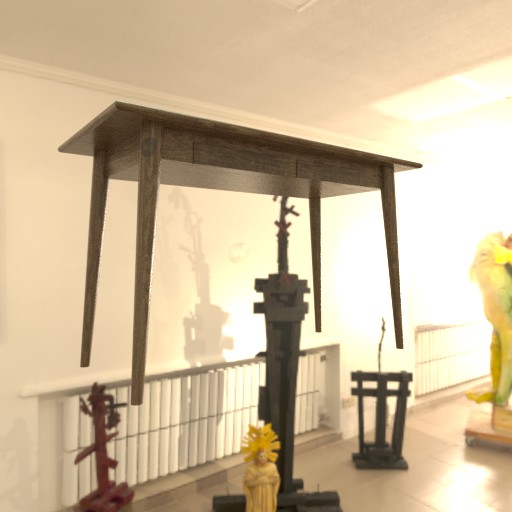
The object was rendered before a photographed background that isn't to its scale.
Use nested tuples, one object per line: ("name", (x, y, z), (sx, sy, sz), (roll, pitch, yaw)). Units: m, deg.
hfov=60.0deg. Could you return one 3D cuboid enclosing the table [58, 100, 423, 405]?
("table", (0.000, 0.000, 1.715), (1.300, 0.780, 0.599), (0, 0, -37))
